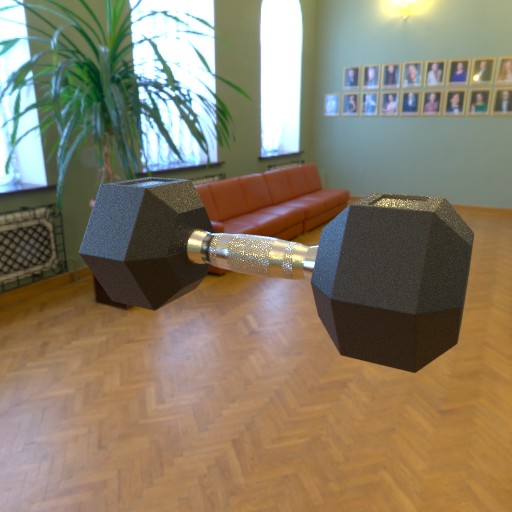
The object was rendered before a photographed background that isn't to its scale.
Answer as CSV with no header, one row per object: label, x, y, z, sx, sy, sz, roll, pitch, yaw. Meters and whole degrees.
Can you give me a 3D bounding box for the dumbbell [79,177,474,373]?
dumbbell,0.000,0.000,0.412,0.356,0.123,0.141,8,18,27
